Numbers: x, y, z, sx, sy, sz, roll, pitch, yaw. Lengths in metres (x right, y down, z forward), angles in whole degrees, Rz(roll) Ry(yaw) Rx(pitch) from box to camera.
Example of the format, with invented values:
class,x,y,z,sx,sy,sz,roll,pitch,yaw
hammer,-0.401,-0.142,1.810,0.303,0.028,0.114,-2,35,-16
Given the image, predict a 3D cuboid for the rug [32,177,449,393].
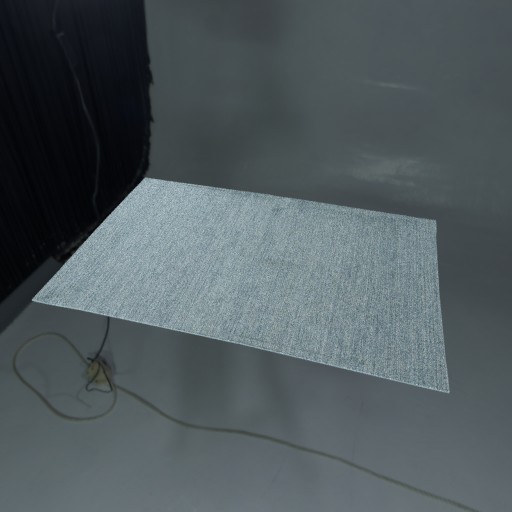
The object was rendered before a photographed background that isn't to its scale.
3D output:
class,x,y,z,sx,sy,sz,roll,pitch,yaw
rug,0.000,0.000,2.309,1.853,0.022,1.174,10,41,12
